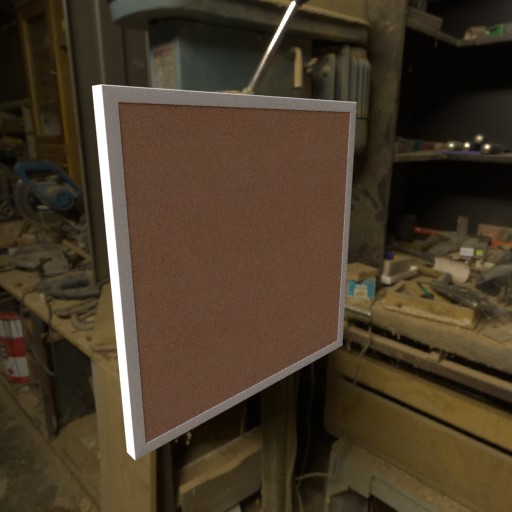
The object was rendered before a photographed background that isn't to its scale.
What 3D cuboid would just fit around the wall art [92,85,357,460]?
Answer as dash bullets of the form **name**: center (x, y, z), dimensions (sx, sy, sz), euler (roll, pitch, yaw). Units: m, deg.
- **wall art**: center (0.000, 0.000, 1.119), dimensions (0.760, 0.760, 0.036), euler (-15, 22, -42)
